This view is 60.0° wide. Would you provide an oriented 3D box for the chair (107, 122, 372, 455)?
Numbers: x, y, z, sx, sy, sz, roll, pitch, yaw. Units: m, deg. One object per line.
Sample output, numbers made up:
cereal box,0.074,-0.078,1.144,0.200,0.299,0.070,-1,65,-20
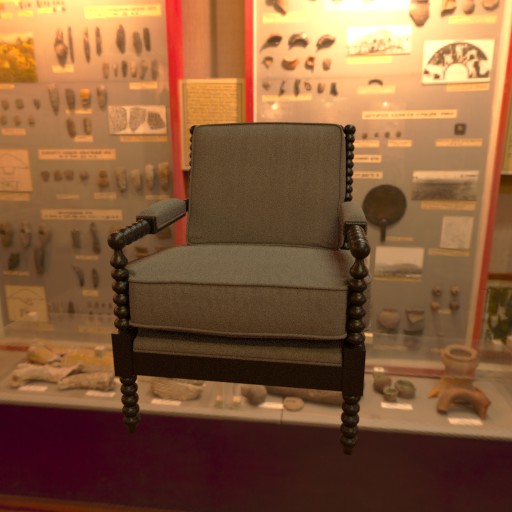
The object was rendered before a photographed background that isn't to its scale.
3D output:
chair,0.000,0.000,1.112,0.540,0.661,0.622,2,15,8
